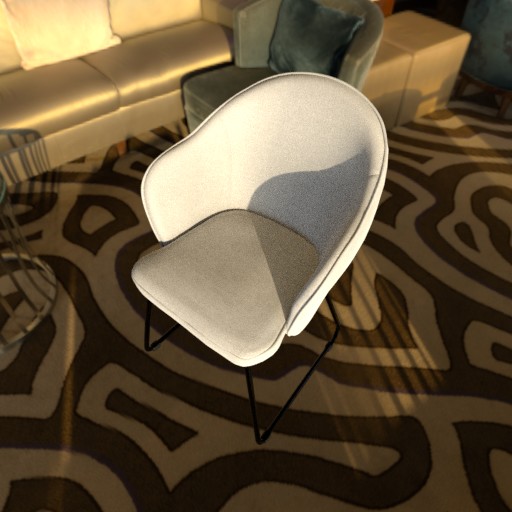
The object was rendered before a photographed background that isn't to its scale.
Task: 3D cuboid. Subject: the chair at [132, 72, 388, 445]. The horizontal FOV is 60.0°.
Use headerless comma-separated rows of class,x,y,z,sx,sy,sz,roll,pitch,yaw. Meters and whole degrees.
chair,0.000,0.000,1.234,0.570,0.817,0.592,30,53,26
